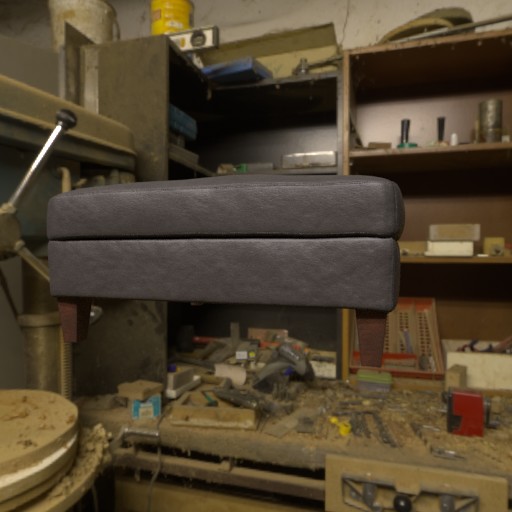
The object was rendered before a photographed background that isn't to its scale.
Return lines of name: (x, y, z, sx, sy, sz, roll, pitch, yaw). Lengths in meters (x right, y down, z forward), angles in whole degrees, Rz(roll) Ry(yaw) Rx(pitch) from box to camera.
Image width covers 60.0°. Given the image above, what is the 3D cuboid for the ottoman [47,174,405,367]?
ottoman: (0.000, 0.000, 1.336, 0.844, 0.415, 0.836, 0, 1, 18)
